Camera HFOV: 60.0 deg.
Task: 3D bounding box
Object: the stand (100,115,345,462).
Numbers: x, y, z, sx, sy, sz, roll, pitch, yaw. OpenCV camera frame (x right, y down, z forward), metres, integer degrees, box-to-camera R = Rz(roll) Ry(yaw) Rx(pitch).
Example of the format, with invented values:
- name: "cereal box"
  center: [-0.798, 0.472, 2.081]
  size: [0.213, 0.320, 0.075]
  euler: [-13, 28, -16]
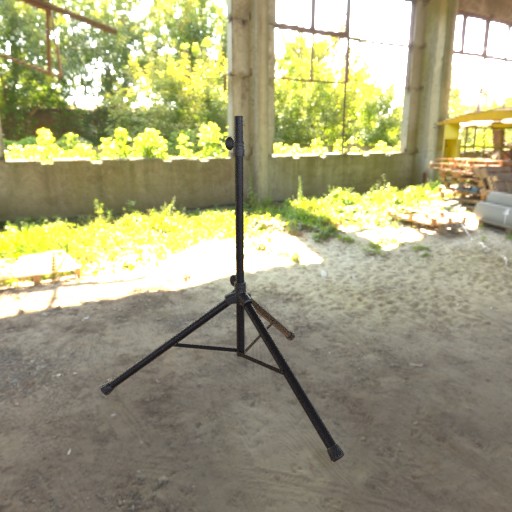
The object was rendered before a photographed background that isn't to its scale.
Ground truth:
- name: "stand"
  center: [0.000, 0.000, 1.912]
  size: [1.045, 1.136, 0.907]
  euler: [7, 15, 25]
